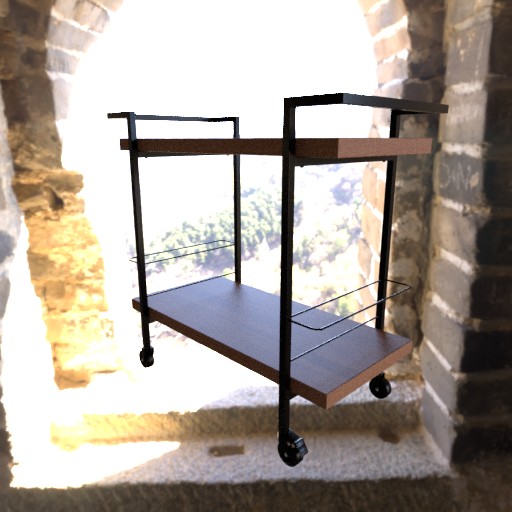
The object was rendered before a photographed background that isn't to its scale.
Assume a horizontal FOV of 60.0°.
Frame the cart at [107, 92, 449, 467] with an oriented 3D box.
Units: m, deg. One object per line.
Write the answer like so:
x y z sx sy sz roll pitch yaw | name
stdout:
0.000 0.000 1.211 0.406 0.762 0.806 -14 20 -42 | cart
